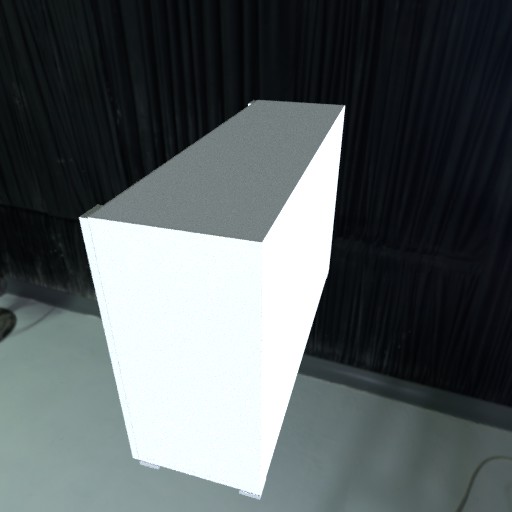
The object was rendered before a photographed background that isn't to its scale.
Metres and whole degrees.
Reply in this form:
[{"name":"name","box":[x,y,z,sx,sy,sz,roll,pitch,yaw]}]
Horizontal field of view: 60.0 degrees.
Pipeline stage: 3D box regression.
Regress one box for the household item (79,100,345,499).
[{"name":"household item","box":[0.000,0.000,1.677,0.420,0.867,1.300,9,32,14]}]
